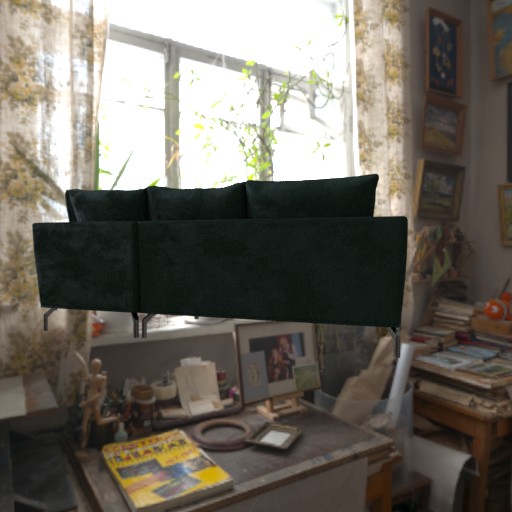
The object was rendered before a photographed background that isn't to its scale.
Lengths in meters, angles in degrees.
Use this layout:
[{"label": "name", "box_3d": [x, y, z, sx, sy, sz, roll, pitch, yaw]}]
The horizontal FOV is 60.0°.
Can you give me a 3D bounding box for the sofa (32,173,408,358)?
[{"label": "sofa", "box_3d": [0.000, 0.000, 3.833, 2.468, 1.004, 2.452, 1, 2, 18]}]
